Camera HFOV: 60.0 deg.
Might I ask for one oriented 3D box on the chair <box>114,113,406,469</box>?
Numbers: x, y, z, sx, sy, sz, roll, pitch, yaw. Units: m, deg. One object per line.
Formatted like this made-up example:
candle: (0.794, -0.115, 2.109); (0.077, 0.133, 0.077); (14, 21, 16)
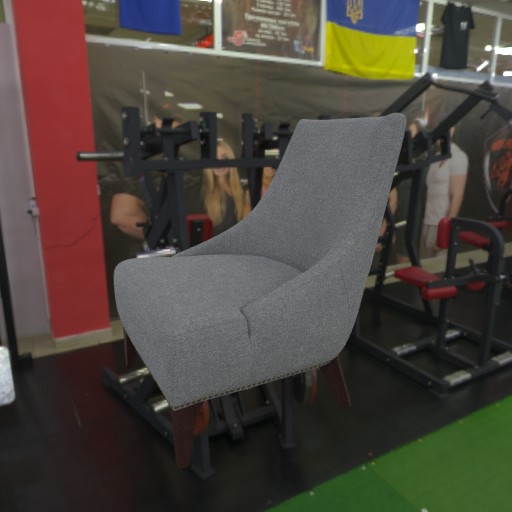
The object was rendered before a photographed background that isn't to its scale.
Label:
chair: (0.000, 0.000, 1.487); (0.861, 0.909, 0.701); (-8, 17, -27)
